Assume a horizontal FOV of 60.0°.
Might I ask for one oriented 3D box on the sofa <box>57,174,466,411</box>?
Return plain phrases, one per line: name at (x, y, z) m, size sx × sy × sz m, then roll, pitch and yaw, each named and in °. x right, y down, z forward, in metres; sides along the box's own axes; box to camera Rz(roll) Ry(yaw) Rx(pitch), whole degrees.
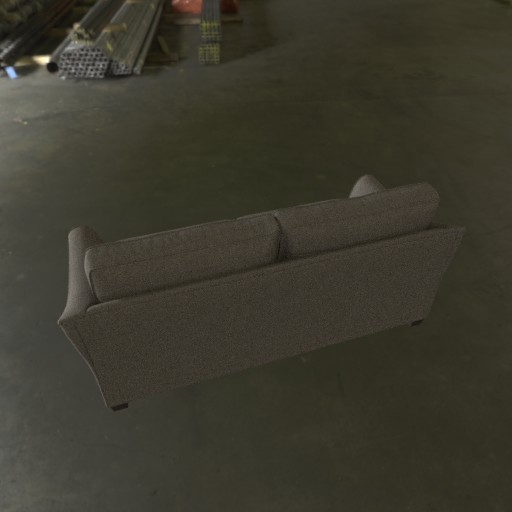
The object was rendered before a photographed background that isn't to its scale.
sofa at (0.000, 0.000, 2.779) m, size 2.203 × 0.976 × 1.013 m, roll -12°, pitch 41°, yaw -15°
